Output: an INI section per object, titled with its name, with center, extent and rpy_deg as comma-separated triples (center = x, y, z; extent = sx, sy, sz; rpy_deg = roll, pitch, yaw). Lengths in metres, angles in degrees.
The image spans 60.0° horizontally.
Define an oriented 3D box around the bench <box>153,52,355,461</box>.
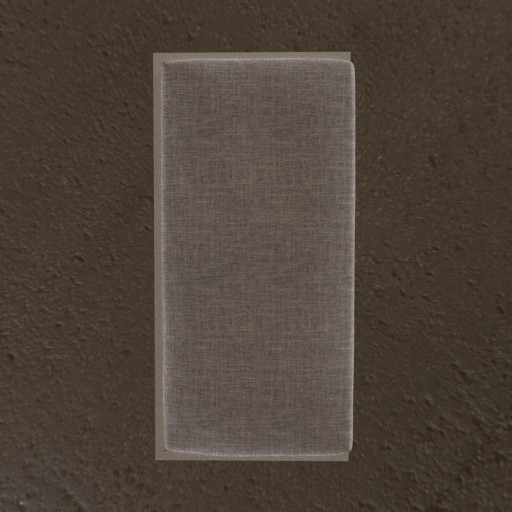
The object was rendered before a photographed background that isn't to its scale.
[bench]
center = 0.000, 0.000, 0.998
extent = 0.362, 0.461, 0.734
rpy_deg = 0, 91, 1
